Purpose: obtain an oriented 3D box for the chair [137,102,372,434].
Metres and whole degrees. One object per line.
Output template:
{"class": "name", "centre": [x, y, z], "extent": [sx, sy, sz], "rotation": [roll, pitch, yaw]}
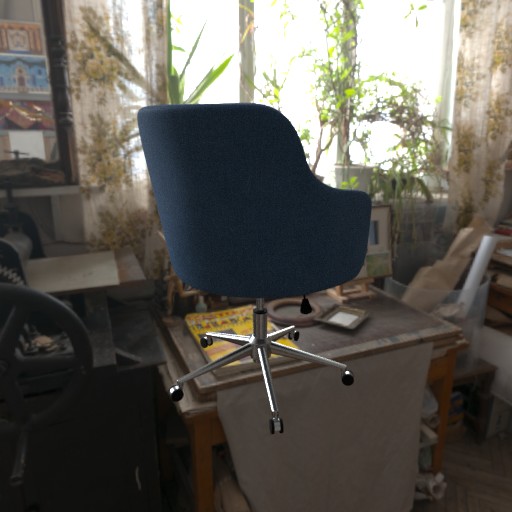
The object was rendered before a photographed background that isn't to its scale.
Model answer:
{"class": "chair", "centre": [0.000, 0.000, 1.297], "extent": [0.599, 0.820, 0.655], "rotation": [8, 18, 27]}
